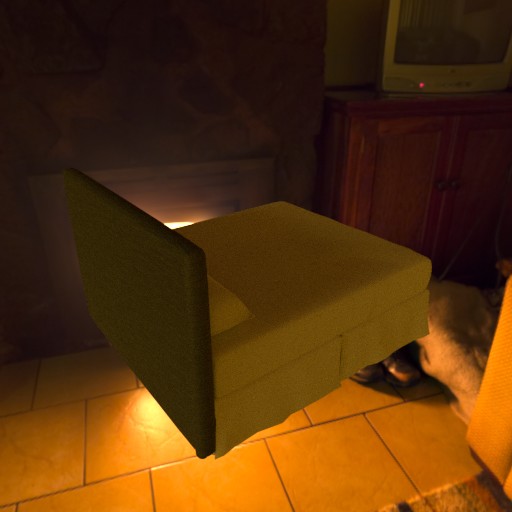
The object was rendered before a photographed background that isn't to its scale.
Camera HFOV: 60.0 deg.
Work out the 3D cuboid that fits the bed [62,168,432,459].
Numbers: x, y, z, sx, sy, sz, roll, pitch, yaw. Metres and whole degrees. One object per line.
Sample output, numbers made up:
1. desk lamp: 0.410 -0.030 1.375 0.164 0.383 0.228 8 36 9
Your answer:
1. bed: 0.000 0.000 3.372 2.142 1.330 1.884 -18 31 -33
